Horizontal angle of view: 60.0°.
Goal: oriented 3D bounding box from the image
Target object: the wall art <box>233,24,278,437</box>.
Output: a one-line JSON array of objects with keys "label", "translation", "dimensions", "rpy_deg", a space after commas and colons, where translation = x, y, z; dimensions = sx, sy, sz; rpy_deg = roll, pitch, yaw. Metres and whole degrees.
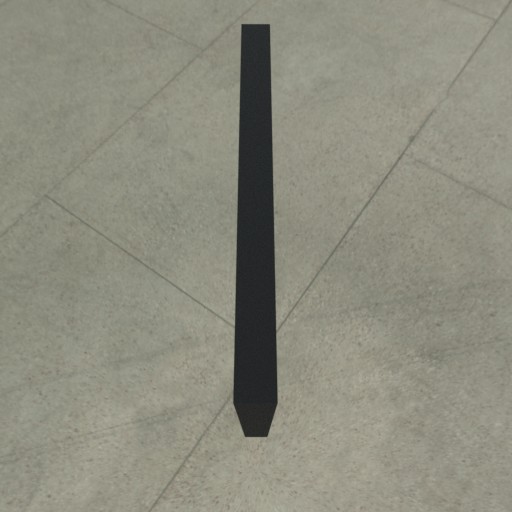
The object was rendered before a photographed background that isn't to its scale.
[{"label": "wall art", "translation": [0.000, 0.000, 0.530], "dimensions": [0.031, 0.330, 0.381], "rpy_deg": [0, 64, 0]}]
